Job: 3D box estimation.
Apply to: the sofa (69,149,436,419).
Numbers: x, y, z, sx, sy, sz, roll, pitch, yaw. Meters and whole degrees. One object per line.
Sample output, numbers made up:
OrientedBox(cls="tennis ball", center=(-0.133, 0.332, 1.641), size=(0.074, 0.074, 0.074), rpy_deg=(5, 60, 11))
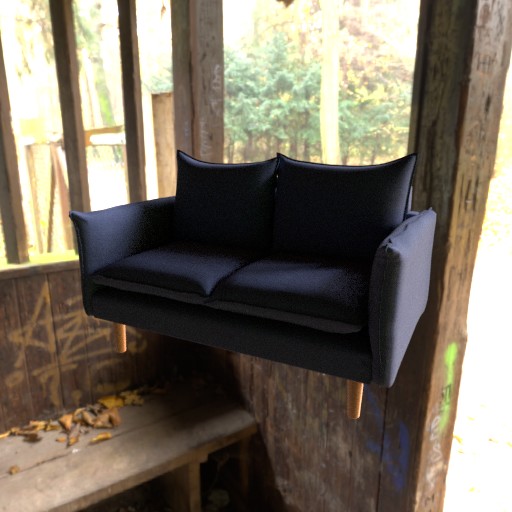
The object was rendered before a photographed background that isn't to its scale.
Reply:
OrientedBox(cls="sofa", center=(0.000, 0.000, 1.846), size=(1.300, 0.840, 0.820), rpy_deg=(7, 17, 26))
